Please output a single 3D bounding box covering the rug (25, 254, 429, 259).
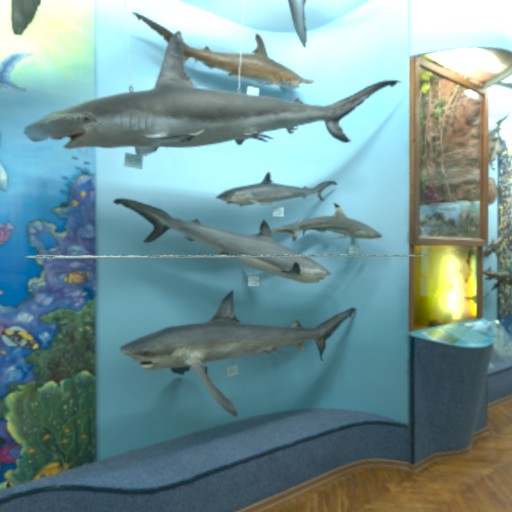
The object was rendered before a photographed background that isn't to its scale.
[{"bbox_3d":[0.000,0.000,2.732,2.446,0.011,0.768,0,0,-35],"label":"rug"}]
